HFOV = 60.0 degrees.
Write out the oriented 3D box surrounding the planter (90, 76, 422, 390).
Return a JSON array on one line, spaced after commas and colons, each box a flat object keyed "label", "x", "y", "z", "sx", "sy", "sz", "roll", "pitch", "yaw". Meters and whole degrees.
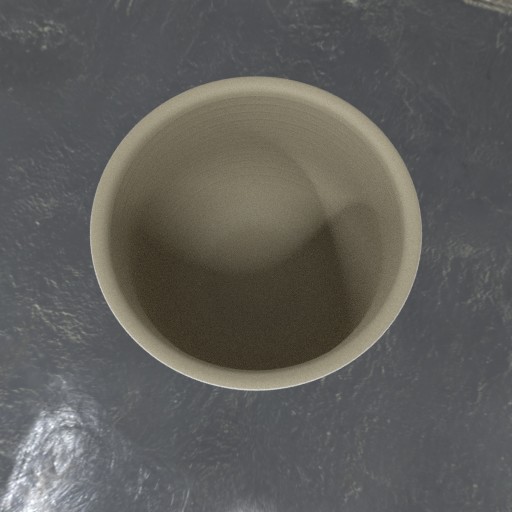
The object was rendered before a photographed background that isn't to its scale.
[{"label": "planter", "x": 0.000, "y": 0.000, "z": 0.218, "sx": 0.124, "sy": 0.109, "sz": 0.124, "roll": 0, "pitch": 74, "yaw": 0}]
